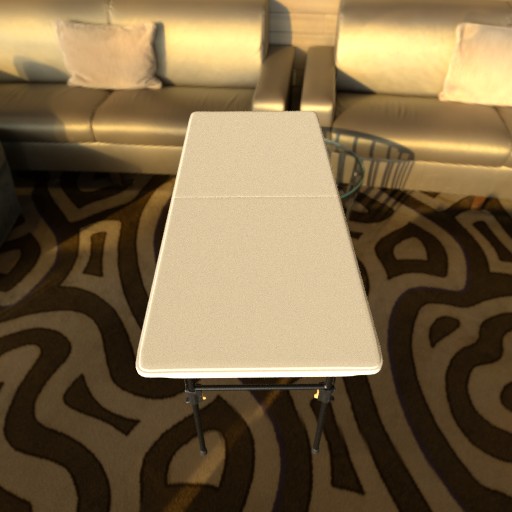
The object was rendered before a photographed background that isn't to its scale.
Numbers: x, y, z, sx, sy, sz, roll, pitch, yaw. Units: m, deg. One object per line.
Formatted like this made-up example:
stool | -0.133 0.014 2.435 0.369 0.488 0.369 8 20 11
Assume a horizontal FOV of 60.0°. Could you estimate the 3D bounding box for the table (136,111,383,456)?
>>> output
table | 0.000 0.000 2.240 0.761 0.719 1.829 -1 42 -1
